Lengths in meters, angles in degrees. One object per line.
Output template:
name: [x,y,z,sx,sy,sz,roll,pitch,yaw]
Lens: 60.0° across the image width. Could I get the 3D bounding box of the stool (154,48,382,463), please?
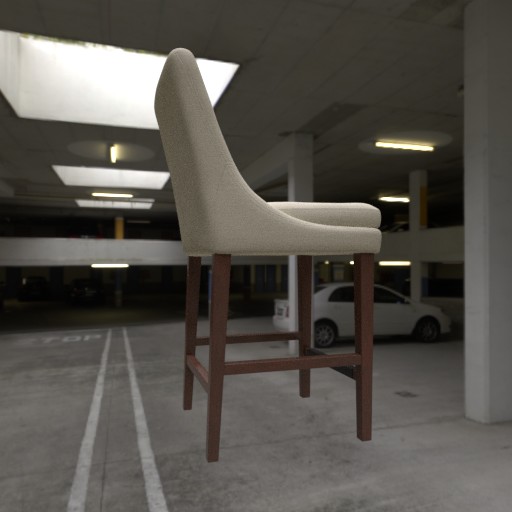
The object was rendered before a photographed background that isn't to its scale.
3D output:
stool: [0.000,0.000,1.302,0.577,0.981,0.470,0,-1,-18]
